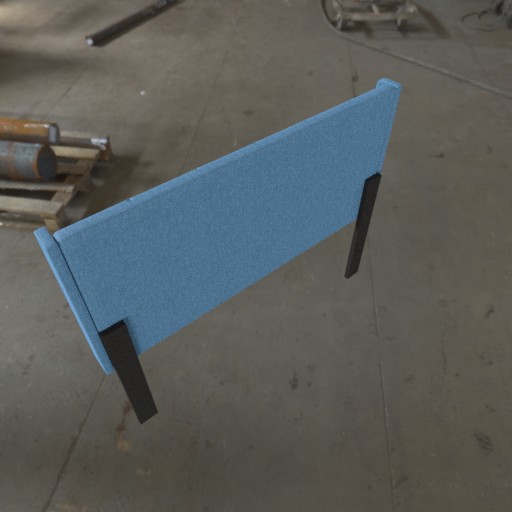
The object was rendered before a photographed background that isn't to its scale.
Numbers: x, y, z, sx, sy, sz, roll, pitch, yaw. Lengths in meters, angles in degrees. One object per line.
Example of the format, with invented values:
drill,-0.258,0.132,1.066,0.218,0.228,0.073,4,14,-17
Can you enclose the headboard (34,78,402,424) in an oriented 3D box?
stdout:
headboard,0.000,0.000,2.626,2.051,1.524,0.184,-31,54,-26
